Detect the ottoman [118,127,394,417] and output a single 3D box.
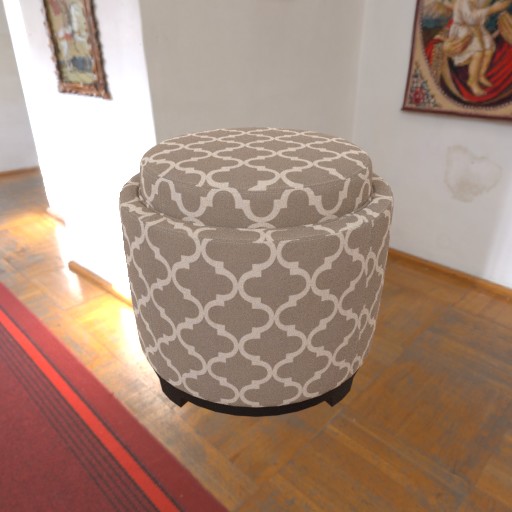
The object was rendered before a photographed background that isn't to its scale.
[{"bbox_3d":[0.000,0.000,0.852,0.480,0.429,0.480,0,28,0],"label":"ottoman"}]
